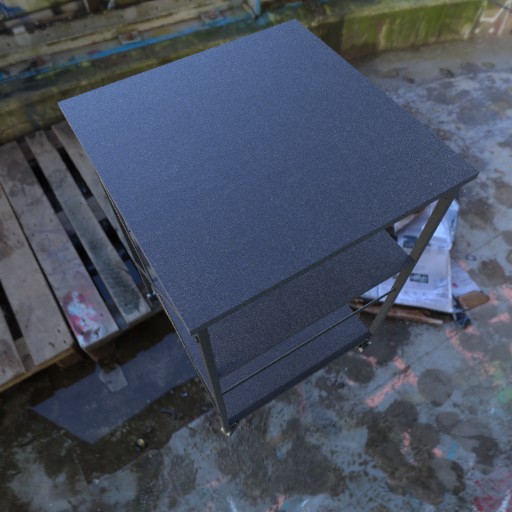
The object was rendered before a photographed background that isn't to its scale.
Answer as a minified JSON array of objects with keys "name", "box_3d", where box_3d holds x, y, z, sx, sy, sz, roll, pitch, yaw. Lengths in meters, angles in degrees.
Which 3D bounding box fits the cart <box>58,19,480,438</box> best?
[{"name":"cart","box_3d":[0.000,0.000,1.074,0.520,0.762,0.521,-28,61,-16]}]
